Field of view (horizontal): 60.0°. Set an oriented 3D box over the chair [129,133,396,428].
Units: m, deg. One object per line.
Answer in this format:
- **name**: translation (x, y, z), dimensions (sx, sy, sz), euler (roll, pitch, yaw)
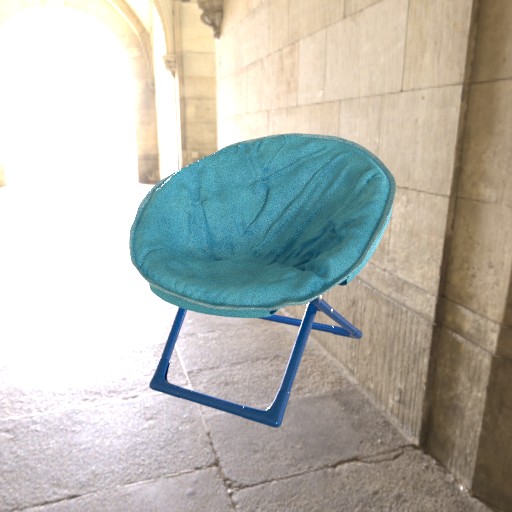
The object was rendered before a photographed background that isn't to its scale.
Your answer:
- **chair**: translation (0.000, 0.000, 0.898), dimensions (0.520, 0.478, 0.465), euler (8, 17, 25)
